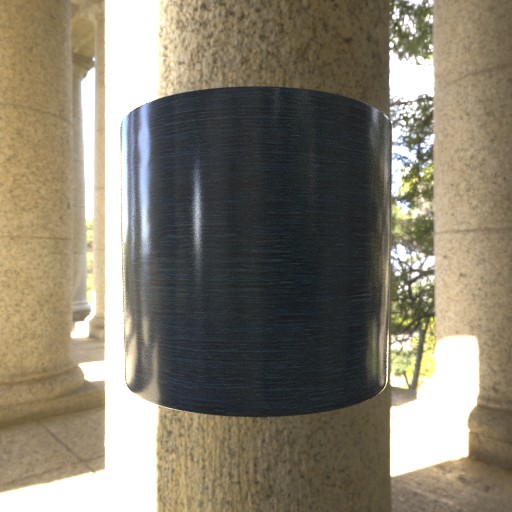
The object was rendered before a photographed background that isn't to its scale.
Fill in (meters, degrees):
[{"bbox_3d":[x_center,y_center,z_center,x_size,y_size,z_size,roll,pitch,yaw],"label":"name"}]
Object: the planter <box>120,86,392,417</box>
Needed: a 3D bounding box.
[{"bbox_3d":[0.000,0.000,0.375,0.221,0.201,0.221,0,-1,0],"label":"planter"}]
